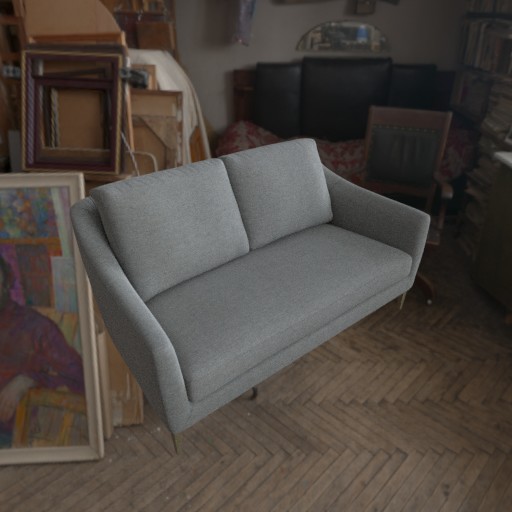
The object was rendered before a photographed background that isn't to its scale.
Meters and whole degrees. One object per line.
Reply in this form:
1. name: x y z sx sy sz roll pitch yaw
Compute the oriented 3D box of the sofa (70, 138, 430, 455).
1. sofa: 0.000 0.000 2.252 1.619 0.904 0.960 -23 38 -33
